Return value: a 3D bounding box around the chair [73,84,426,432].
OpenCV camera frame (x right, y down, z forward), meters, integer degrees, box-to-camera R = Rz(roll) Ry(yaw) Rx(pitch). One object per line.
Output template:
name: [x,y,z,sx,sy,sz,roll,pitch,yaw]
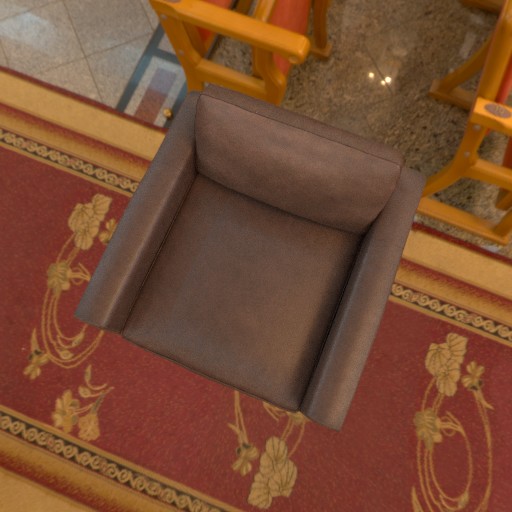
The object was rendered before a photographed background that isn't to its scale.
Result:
chair: [0.000,0.000,1.854,1.100,0.812,1.069,22,77,5]
